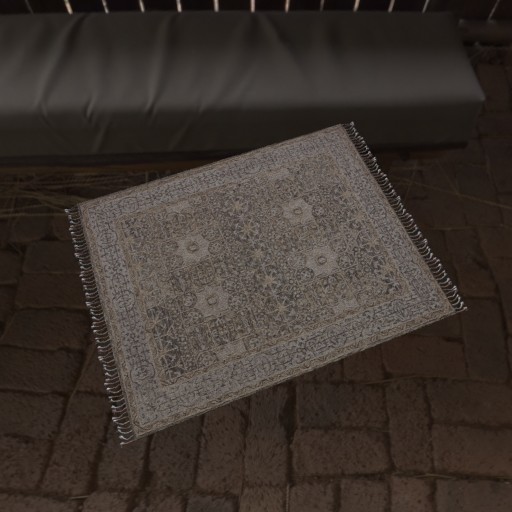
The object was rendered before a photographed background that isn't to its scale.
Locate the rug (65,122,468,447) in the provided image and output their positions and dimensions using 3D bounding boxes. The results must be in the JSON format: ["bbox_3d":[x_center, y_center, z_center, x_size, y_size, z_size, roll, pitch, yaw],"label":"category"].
[{"bbox_3d":[0.000,0.000,4.319,3.291,0.017,2.431,-19,66,-9],"label":"rug"}]
